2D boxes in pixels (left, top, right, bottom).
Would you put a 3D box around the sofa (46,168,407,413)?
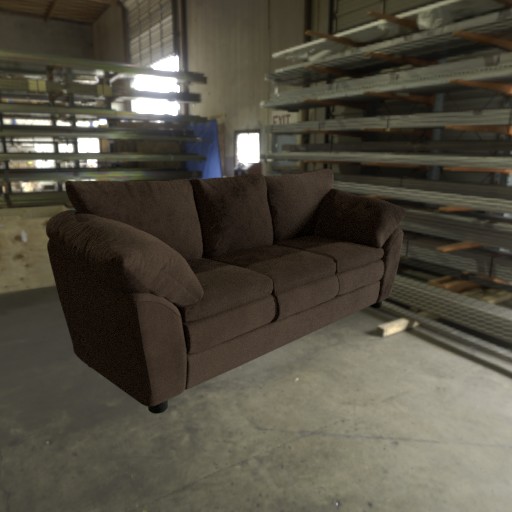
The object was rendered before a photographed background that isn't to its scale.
[{"bbox_3d":[0.000,0.000,2.795,0.878,1.015,2.336,13,18,43],"label":"sofa"}]
